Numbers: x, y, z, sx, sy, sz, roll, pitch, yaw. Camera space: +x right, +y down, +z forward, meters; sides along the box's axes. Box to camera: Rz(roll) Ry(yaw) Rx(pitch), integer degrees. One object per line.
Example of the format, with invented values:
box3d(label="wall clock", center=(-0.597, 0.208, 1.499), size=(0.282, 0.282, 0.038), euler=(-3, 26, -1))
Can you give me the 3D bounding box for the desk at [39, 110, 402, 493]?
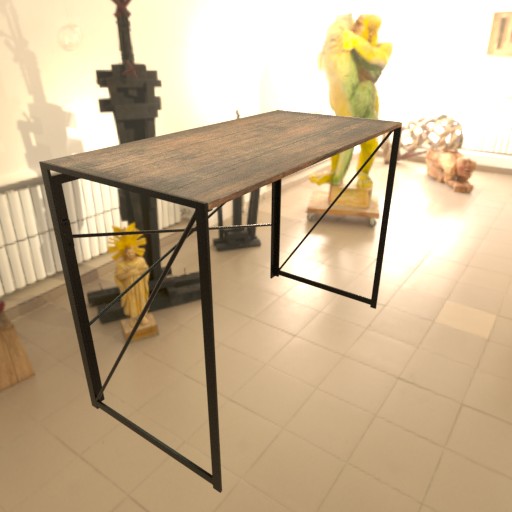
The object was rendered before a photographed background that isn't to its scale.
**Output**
box3d(label="desk", center=(0.000, 0.000, 1.425), size=(0.505, 0.747, 1.015), euler=(17, 31, 31))
